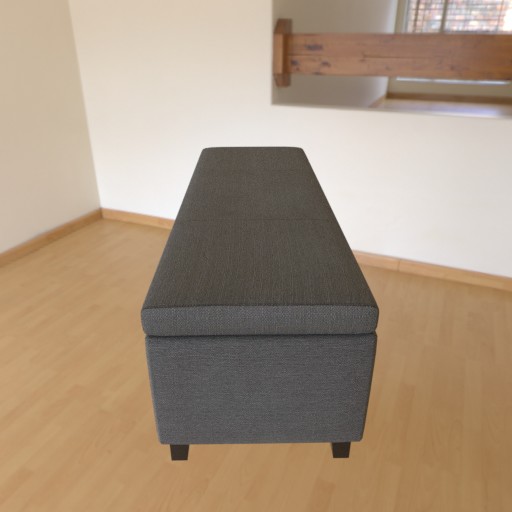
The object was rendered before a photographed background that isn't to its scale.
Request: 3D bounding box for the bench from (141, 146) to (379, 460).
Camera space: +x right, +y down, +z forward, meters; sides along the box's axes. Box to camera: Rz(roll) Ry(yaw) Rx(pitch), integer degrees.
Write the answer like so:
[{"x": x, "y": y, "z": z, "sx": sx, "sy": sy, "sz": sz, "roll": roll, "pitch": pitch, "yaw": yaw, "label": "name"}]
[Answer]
[{"x": 0.000, "y": 0.000, "z": 1.441, "sx": 0.446, "sy": 0.438, "sz": 1.269, "roll": 0, "pitch": 27, "yaw": -1, "label": "bench"}]
